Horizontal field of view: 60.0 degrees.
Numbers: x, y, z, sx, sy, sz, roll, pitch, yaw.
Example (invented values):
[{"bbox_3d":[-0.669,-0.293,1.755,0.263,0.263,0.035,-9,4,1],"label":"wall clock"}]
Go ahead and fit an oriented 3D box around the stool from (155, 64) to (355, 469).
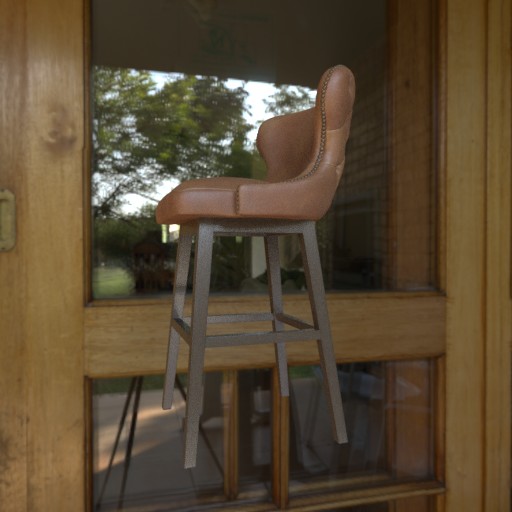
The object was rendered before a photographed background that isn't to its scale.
[{"bbox_3d":[0.000,0.000,1.442,0.606,1.087,0.591,0,1,-19],"label":"stool"}]
